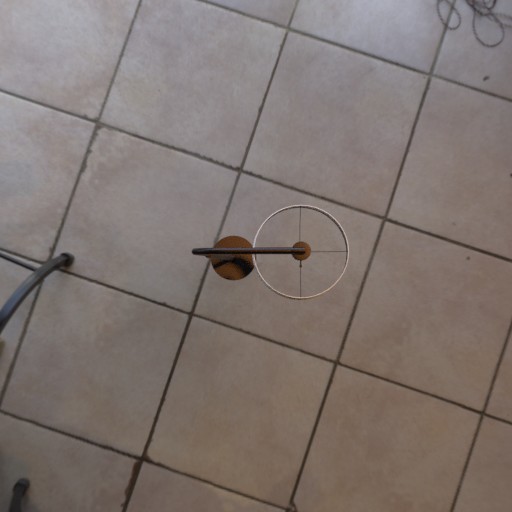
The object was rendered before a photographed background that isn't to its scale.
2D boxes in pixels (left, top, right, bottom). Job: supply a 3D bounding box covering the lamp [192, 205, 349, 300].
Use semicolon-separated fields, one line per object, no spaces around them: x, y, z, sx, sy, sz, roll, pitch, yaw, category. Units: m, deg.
0.000;0.000;1.674;0.508;1.478;0.254;0;89;1;lamp
